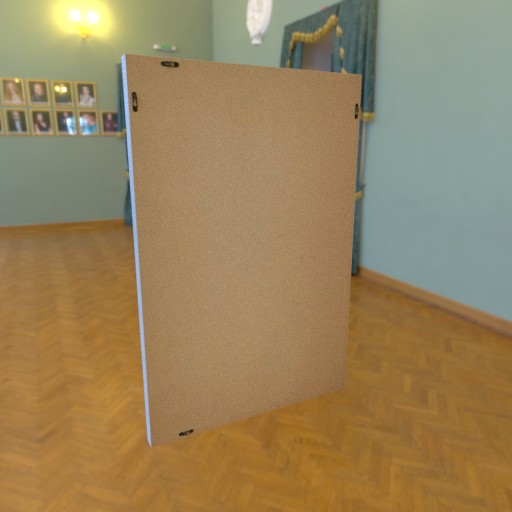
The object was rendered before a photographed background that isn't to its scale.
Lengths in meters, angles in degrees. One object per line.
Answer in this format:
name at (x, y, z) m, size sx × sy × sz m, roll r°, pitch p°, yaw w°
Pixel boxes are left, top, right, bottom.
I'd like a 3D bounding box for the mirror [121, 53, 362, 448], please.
mirror at (0.000, 0.000, 1.150) m, size 0.609 × 0.915 × 0.041 m, roll -7°, pitch 16°, yaw -27°
